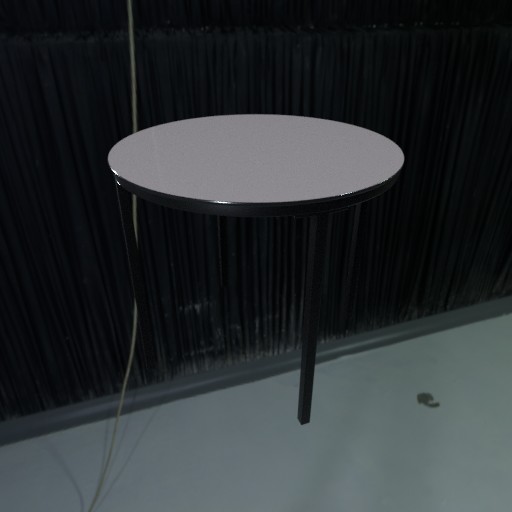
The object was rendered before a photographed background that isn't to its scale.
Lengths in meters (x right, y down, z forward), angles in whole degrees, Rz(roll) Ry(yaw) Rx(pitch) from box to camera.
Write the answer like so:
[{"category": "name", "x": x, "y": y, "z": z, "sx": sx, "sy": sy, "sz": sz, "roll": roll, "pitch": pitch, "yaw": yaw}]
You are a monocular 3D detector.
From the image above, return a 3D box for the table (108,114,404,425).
[{"category": "table", "x": 0.000, "y": 0.000, "z": 0.885, "sx": 0.499, "sy": 0.443, "sz": 0.499, "roll": 0, "pitch": 30, "yaw": 0}]
